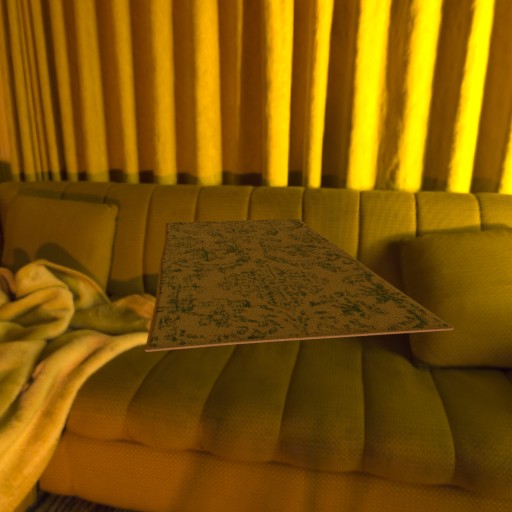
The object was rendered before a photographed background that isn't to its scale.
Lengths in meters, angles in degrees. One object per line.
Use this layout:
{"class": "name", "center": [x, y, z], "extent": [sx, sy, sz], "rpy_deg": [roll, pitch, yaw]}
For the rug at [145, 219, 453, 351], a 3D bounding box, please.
{"class": "rug", "center": [0.000, 0.000, 1.420], "extent": [0.605, 0.007, 1.220], "rpy_deg": [-2, 15, -9]}
